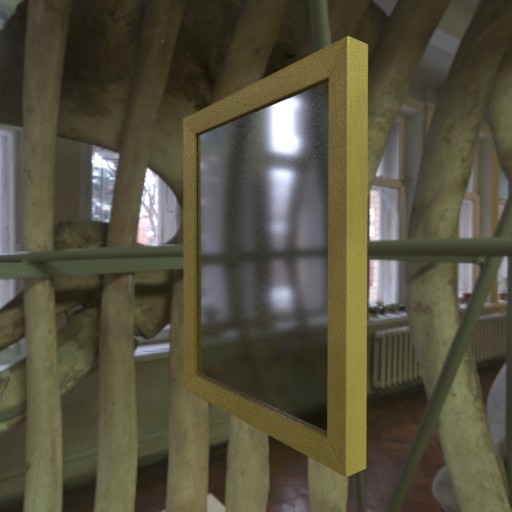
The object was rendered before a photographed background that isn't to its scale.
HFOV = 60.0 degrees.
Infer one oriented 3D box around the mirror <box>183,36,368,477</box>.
[{"bbox_3d":[0.000,0.000,0.684,0.041,0.508,0.405,-1,1,-37],"label":"mirror"}]
